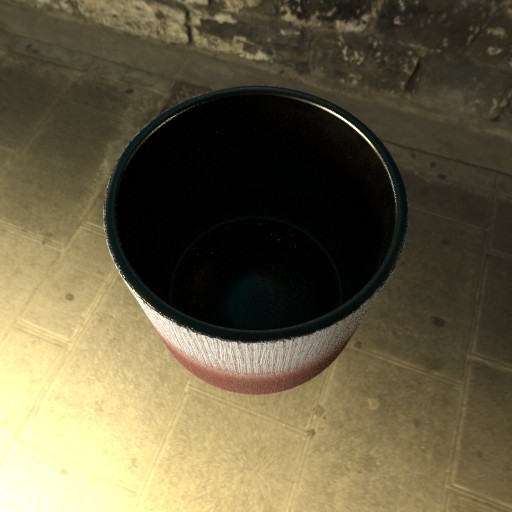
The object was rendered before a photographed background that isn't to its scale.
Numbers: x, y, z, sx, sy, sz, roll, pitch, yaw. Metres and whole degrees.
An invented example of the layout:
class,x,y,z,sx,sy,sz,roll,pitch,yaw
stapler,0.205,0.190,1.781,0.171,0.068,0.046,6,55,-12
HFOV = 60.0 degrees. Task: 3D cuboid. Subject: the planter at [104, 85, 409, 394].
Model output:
class,x,y,z,sx,sy,sz,roll,pitch,yaw
planter,0.000,0.000,0.406,0.221,0.201,0.221,0,64,0
